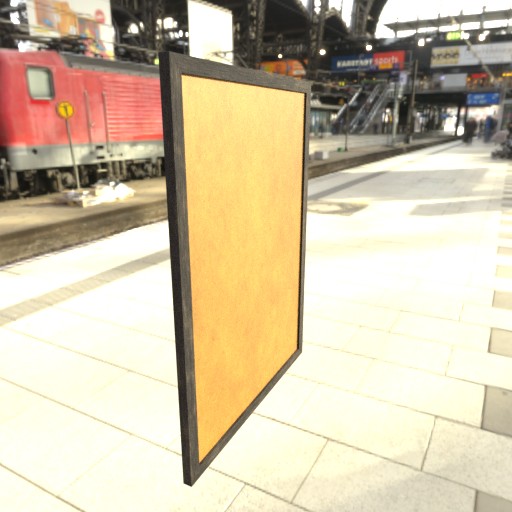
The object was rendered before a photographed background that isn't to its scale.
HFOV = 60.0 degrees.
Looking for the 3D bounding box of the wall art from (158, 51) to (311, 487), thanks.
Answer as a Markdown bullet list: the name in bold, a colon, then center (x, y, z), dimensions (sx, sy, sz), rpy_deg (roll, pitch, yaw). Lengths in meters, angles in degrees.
- **wall art**: center (0.000, 0.000, 1.381), dimensions (0.029, 1.066, 0.812), rpy_deg (8, 19, 26)
